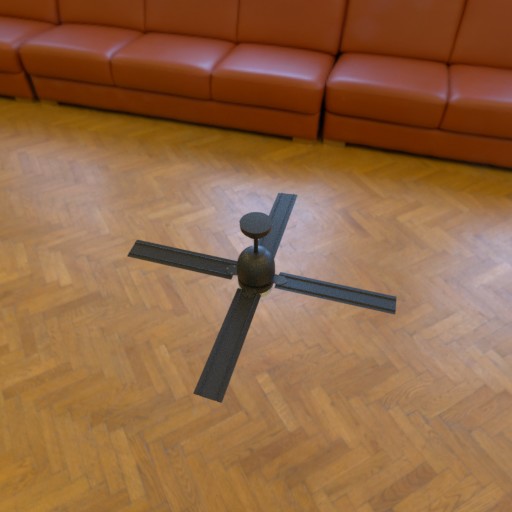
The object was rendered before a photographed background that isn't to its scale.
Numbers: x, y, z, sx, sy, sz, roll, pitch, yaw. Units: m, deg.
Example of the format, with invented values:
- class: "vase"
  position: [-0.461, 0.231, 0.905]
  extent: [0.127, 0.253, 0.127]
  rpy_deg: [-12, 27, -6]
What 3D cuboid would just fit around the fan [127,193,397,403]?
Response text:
- class: "fan"
  position: [0.000, 0.000, 2.038]
  extent: [1.319, 0.410, 1.319]
  rpy_deg: [11, 47, 10]
